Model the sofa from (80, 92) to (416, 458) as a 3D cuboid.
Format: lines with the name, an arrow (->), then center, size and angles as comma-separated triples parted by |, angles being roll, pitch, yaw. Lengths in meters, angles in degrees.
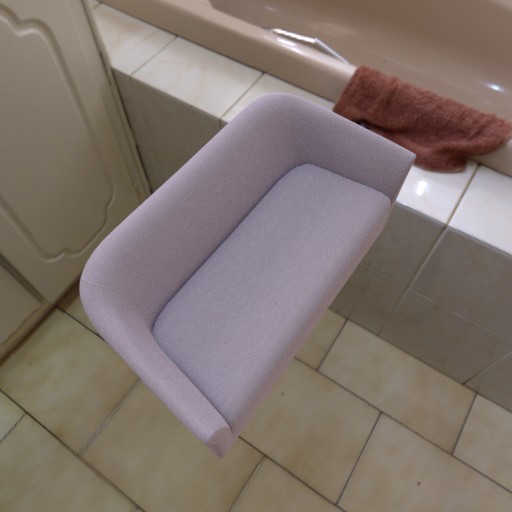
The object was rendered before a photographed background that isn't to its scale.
sofa -> 0.000, 0.000, 1.917 | 0.705, 0.721, 1.452 | 32, 64, 18
